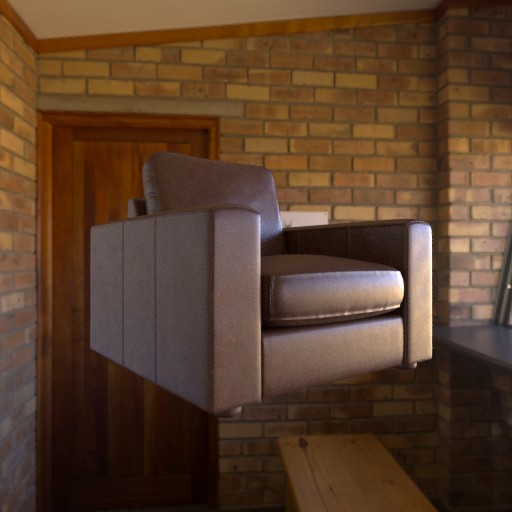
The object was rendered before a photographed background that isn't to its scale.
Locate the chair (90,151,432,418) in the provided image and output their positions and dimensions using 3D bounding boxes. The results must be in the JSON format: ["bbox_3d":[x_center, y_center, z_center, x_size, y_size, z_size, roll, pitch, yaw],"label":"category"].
[{"bbox_3d":[0.000,0.000,1.774,1.005,0.873,1.016,0,0,-37],"label":"chair"}]
